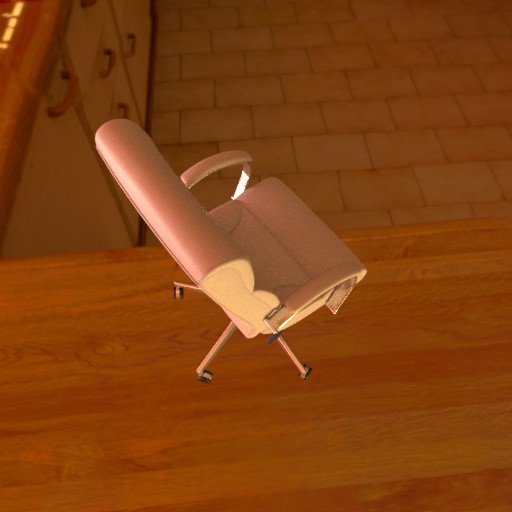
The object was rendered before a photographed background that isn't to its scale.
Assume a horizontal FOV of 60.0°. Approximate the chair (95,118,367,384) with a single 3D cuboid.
[{"bbox_3d":[0.000,0.000,1.598,0.745,1.099,0.727,-31,63,-18],"label":"chair"}]
